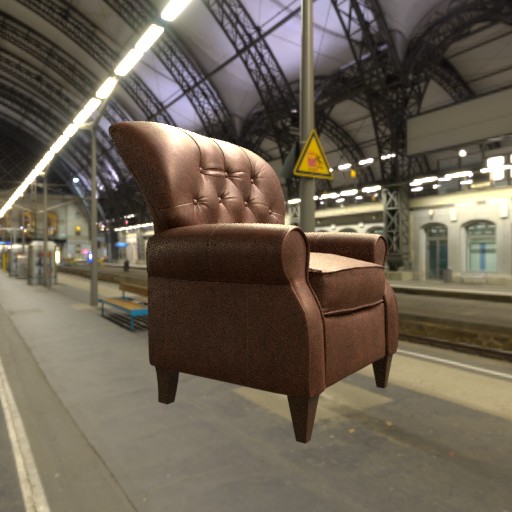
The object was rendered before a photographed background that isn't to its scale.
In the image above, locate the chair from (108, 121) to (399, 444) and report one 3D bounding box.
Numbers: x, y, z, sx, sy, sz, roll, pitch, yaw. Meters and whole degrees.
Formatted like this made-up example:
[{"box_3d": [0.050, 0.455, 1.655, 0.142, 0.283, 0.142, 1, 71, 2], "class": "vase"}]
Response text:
[{"box_3d": [0.000, 0.000, 1.933, 1.031, 1.162, 0.979, 0, 0, 36], "class": "chair"}]
